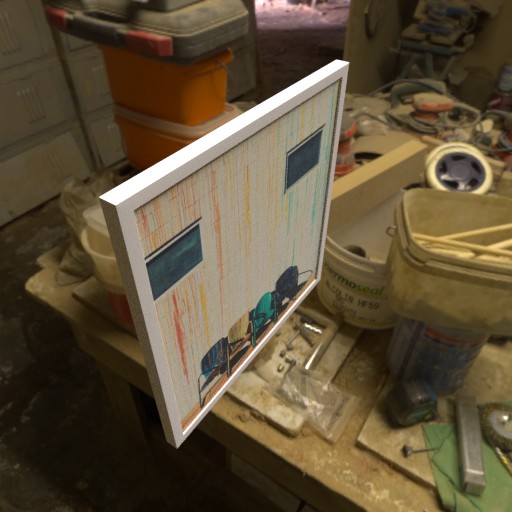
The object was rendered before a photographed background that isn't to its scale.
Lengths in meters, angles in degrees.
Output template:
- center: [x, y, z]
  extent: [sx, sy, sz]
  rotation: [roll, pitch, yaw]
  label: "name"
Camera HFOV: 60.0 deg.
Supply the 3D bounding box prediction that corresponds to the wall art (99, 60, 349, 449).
- center: [0.000, 0.000, 1.133]
  extent: [0.036, 0.760, 0.760]
  rotation: [25, 47, 26]
  label: "wall art"
